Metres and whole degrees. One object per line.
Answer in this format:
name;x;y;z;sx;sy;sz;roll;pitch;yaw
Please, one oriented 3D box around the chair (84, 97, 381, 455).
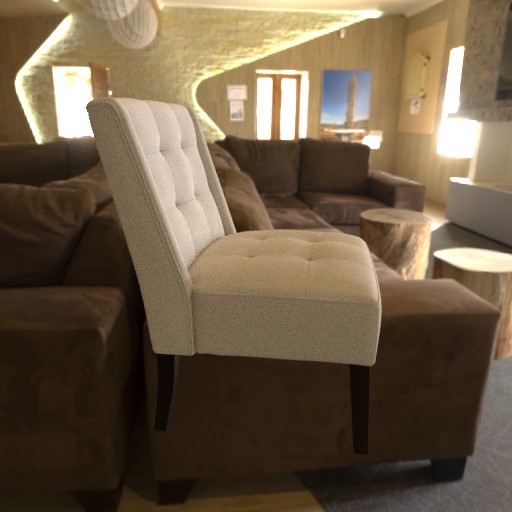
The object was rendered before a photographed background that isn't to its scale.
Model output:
chair;0.000;0.000;1.282;0.676;0.853;0.569;3;17;9
